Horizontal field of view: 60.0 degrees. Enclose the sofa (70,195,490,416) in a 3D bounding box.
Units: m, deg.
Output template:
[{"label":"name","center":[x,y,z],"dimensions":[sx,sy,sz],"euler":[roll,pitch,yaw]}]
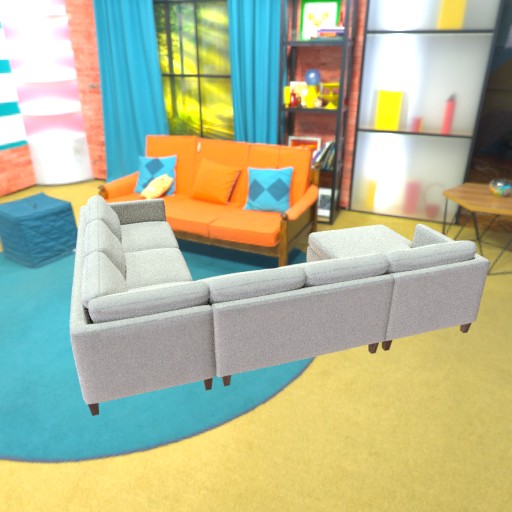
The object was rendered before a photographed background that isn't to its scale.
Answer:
[{"label":"sofa","center":[0.000,0.000,4.326],"dimensions":[3.238,0.853,2.551],"euler":[-8,27,-16]}]
